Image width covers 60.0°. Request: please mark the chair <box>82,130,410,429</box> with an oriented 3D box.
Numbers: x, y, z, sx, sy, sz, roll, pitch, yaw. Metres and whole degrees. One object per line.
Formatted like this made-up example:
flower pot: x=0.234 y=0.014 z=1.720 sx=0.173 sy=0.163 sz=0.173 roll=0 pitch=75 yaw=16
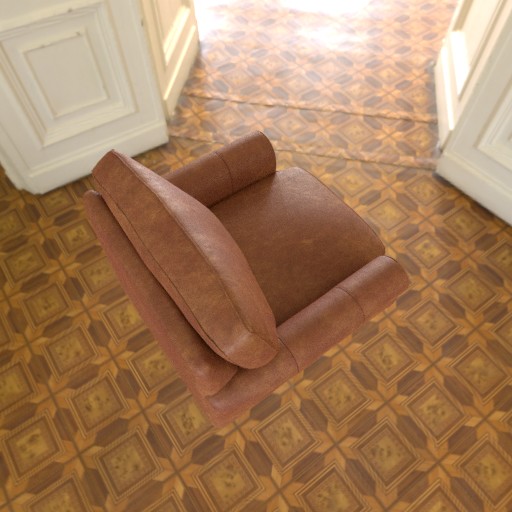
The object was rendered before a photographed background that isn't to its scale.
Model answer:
chair: x=0.000 y=0.000 z=1.791 sx=0.986 sy=0.962 sz=0.983 roll=-32 pitch=63 yaw=-18
